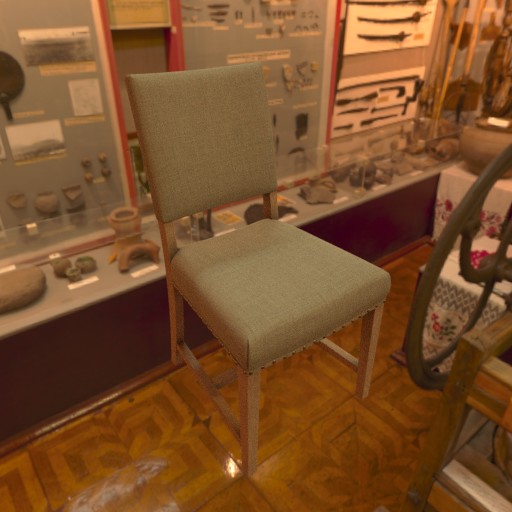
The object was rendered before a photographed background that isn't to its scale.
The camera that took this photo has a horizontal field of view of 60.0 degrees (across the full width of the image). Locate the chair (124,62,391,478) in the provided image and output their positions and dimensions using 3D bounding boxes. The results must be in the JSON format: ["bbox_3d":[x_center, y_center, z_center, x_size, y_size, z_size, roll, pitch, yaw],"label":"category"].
[{"bbox_3d":[0.000,0.000,1.324,0.508,0.986,0.622,-21,36,-31],"label":"chair"}]
